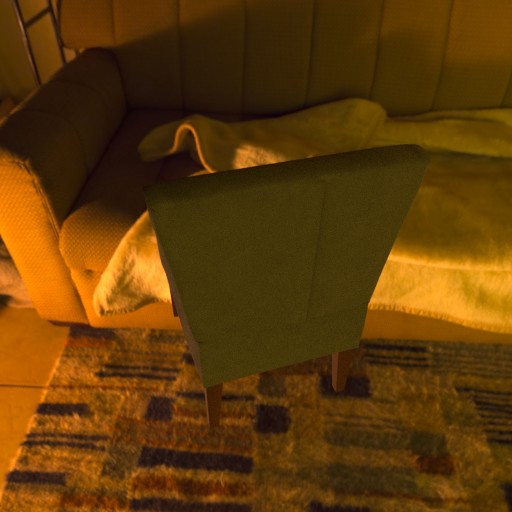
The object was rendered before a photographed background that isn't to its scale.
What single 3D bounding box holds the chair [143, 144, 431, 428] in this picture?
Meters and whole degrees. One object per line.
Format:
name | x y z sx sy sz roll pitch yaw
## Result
chair | 0.000 0.000 1.199 0.521 0.806 0.554 -11 42 -13
